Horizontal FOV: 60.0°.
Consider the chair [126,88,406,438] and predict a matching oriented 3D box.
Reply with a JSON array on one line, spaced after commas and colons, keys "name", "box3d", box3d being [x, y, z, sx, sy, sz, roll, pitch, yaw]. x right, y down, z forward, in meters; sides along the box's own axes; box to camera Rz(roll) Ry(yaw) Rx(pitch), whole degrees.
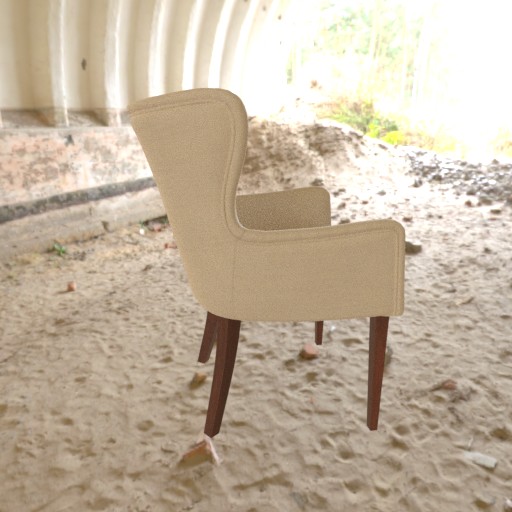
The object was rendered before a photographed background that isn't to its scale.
[{"name": "chair", "box3d": [0.000, 0.000, 1.453, 0.744, 0.990, 0.696, -3, 17, -9]}]
